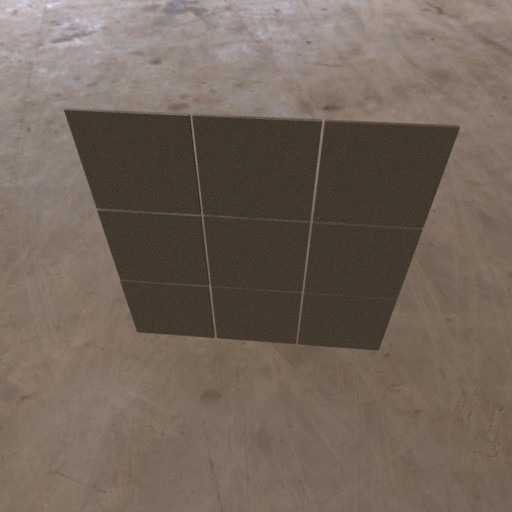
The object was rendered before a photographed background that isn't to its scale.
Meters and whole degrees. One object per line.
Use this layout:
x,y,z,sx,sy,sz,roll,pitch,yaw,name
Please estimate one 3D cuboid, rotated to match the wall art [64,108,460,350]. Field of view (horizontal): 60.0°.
0.000,0.000,1.793,1.216,1.216,0.013,4,46,4,wall art
